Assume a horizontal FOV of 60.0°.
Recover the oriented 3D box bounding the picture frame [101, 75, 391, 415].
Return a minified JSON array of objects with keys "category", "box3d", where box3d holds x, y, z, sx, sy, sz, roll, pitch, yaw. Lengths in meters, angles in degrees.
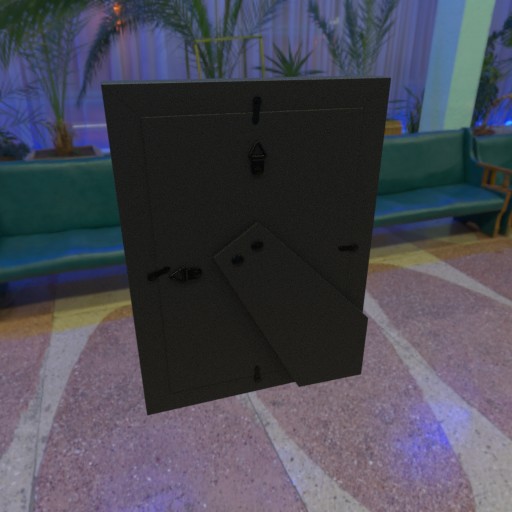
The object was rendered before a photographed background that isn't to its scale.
[{"category":"picture frame","box3d":[0.000,0.000,0.280,0.157,0.208,0.028,-8,26,-16]}]
